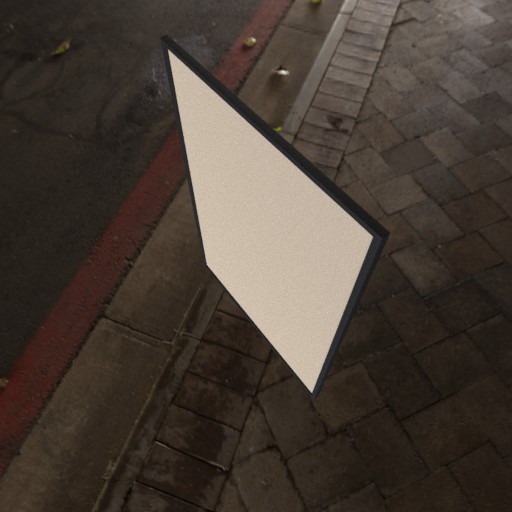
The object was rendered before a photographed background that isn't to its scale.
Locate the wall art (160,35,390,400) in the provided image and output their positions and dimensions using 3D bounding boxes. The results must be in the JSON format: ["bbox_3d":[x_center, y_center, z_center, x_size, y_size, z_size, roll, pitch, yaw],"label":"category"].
[{"bbox_3d":[0.000,0.000,0.844,0.013,0.657,0.457,-33,63,-19],"label":"wall art"}]
